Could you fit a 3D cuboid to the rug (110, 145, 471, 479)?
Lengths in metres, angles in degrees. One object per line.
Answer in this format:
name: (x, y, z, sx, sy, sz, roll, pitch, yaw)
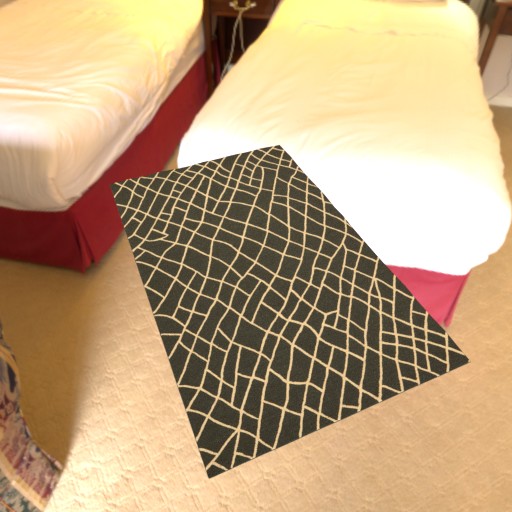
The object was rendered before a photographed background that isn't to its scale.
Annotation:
rug: (0.000, 0.000, 3.017, 1.529, 0.017, 2.448, -17, 48, -16)
